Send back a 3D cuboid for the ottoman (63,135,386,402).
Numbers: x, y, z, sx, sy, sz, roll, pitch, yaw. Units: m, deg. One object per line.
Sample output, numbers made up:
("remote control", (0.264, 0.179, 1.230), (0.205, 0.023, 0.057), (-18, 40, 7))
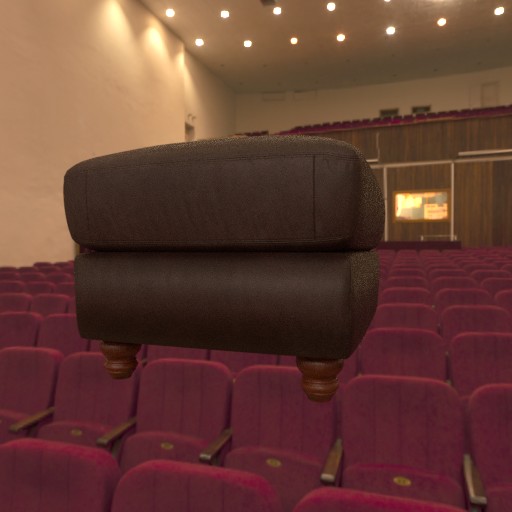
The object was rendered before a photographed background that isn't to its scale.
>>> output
("ottoman", (0.000, 0.000, 1.249), (0.670, 0.569, 0.806), (0, 1, 19))
